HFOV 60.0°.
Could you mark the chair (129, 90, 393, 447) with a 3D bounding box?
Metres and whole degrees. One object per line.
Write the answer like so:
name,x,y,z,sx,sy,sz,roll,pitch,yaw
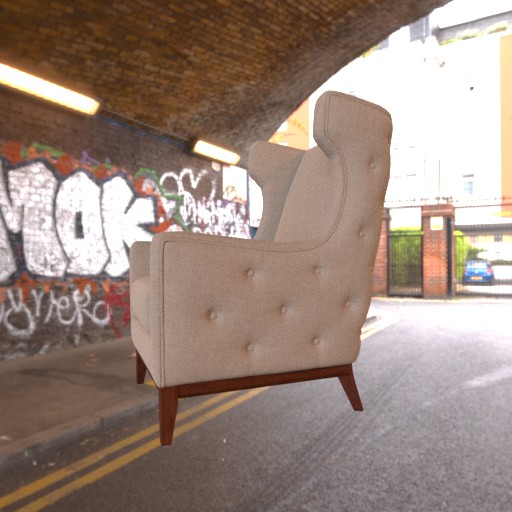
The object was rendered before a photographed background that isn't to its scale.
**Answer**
chair,0.000,0.000,1.707,0.899,1.079,0.778,0,-1,-21
